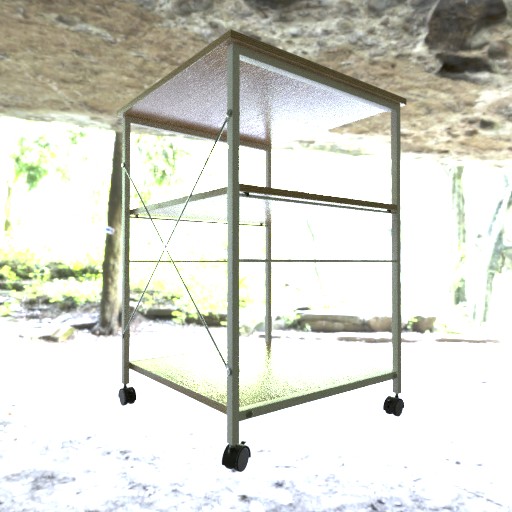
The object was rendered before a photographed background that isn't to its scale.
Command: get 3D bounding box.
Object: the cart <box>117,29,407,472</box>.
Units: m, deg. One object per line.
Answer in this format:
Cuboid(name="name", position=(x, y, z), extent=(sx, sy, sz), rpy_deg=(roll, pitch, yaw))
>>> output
Cuboid(name="cart", position=(0.000, 0.000, 1.113), extent=(0.520, 0.762, 0.521), rpy_deg=(1, -1, -38))
